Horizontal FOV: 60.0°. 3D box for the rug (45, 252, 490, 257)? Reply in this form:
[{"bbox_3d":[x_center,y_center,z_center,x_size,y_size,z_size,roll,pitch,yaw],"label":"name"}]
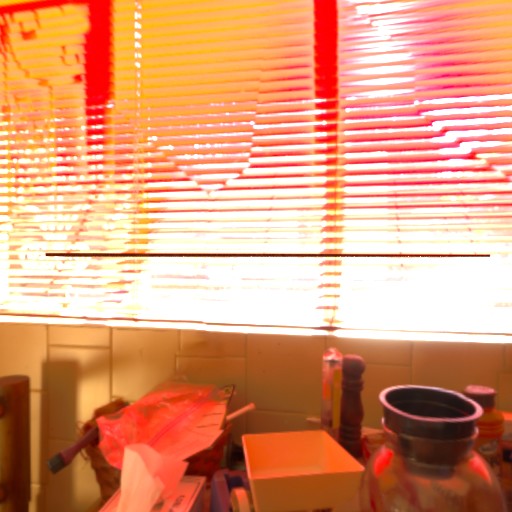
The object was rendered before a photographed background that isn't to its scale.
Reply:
[{"bbox_3d":[0.000,0.000,2.287,1.829,0.014,1.219,0,0,-18],"label":"rug"}]
